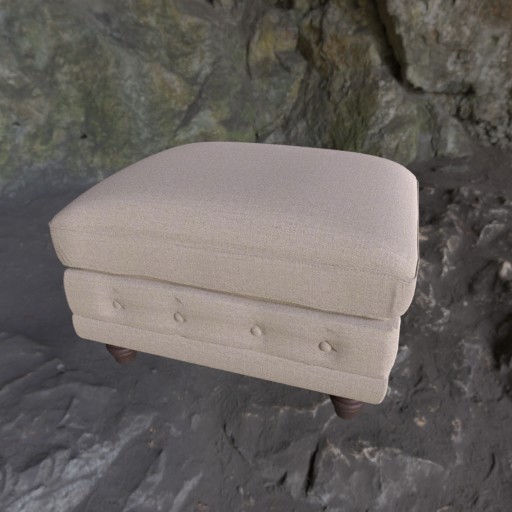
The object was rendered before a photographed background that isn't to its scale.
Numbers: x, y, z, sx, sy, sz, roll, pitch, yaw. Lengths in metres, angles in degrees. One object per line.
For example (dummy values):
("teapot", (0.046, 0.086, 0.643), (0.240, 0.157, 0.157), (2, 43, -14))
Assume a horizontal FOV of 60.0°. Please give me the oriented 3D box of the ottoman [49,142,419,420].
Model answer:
("ottoman", (0.000, 0.000, 1.037), (0.684, 0.463, 0.541), (9, 29, 16))
